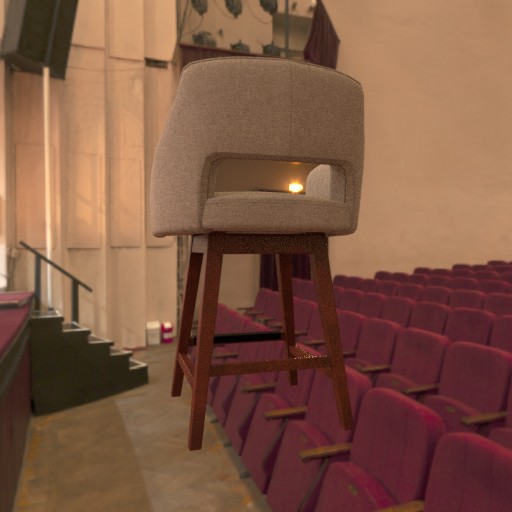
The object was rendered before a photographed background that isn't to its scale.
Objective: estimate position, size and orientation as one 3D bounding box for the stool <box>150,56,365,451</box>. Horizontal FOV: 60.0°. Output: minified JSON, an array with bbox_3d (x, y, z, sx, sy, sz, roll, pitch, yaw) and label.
[{"bbox_3d":[0.000,0.000,1.313,0.599,0.944,0.558,0,1,-17],"label":"stool"}]
